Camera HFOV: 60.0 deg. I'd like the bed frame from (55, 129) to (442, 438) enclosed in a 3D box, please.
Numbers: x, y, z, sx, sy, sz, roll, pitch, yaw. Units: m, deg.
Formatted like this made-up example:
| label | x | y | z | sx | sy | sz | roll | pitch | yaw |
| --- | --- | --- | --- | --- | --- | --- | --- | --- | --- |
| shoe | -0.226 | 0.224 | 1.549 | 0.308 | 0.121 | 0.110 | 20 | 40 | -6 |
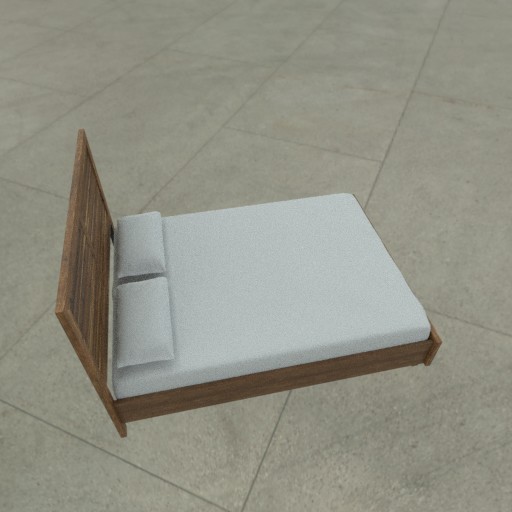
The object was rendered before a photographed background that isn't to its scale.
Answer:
| label | x | y | z | sx | sy | sz | roll | pitch | yaw |
| --- | --- | --- | --- | --- | --- | --- | --- | --- | --- |
| bed frame | 0.000 | 0.000 | 3.303 | 2.276 | 1.417 | 1.696 | -9 | 46 | -8 |
